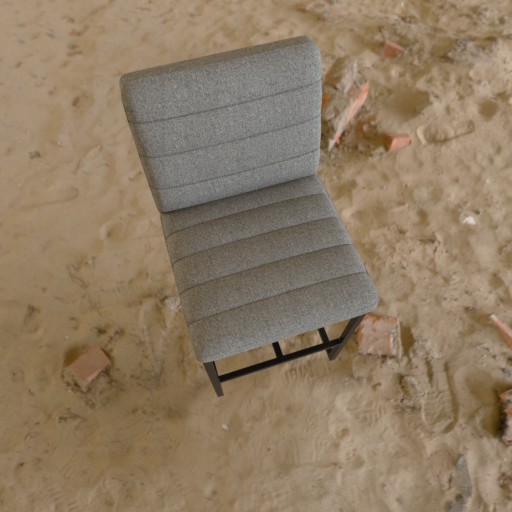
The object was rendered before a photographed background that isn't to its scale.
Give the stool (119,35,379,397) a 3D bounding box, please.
[{"bbox_3d":[0.000,0.000,1.259,0.460,0.940,0.560,-16,64,-8],"label":"stool"}]
